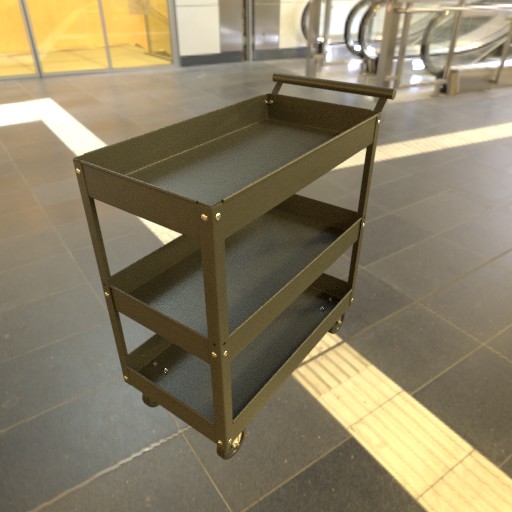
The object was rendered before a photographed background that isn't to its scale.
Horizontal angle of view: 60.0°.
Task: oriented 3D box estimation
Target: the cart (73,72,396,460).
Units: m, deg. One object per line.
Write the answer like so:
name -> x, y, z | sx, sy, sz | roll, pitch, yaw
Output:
cart -> 0.000, 0.000, 1.184 | 0.366, 0.780, 0.719 | 21, 39, 30
